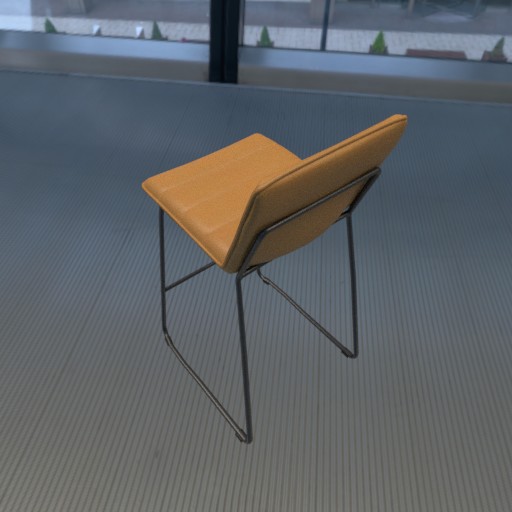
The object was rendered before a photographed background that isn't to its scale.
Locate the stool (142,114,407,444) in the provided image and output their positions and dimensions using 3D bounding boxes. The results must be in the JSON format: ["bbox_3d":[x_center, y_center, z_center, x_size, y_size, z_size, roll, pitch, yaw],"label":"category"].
[{"bbox_3d":[0.000,0.000,1.241,0.489,0.936,0.524,-30,53,-26],"label":"stool"}]
